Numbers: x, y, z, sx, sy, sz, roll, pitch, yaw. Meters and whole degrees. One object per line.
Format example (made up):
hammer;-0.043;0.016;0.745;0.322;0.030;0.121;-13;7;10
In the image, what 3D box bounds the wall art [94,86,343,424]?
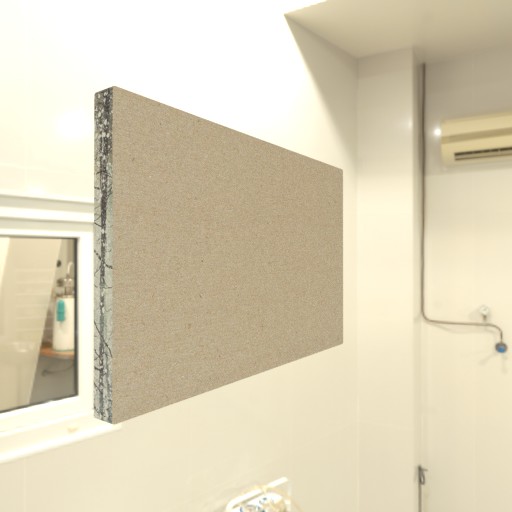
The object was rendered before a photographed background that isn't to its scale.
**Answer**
wall art;0.000;0.000;0.779;0.042;0.398;0.618;0;0;37
